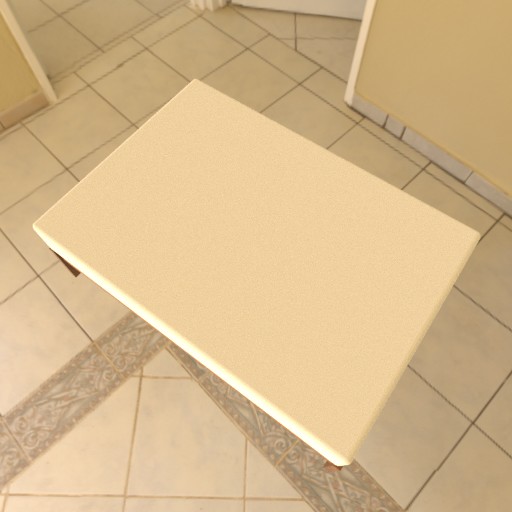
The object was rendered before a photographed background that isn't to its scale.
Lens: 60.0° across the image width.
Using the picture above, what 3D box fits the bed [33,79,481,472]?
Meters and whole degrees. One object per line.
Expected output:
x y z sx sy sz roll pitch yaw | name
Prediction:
0.000 0.000 2.547 1.927 0.616 1.348 33 68 15 | bed
